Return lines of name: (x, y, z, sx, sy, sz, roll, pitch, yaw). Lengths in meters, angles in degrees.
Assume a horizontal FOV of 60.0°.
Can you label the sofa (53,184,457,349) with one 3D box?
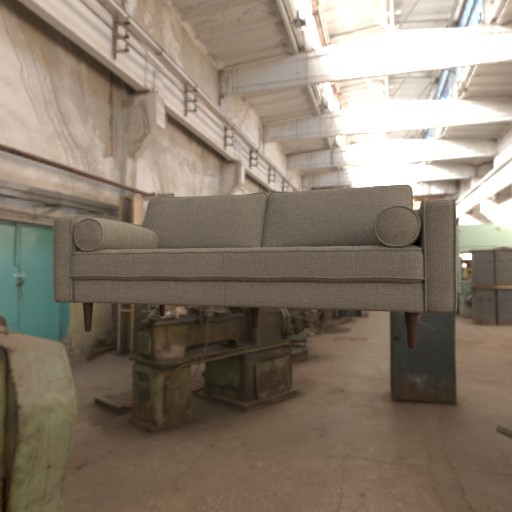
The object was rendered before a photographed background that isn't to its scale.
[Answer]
sofa: (0.000, 0.000, 2.341, 1.879, 0.762, 0.914, -1, -2, 18)
